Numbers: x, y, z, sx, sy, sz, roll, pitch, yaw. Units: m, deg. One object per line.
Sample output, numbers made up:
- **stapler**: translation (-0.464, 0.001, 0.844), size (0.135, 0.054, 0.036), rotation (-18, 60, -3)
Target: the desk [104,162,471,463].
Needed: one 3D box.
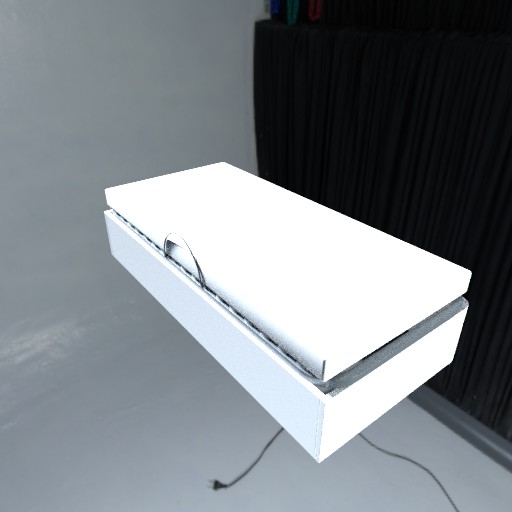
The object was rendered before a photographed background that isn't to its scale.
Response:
- **desk**: translation (0.000, 0.000, 2.333), size (0.900, 0.526, 1.900), rotation (-21, 36, -32)
